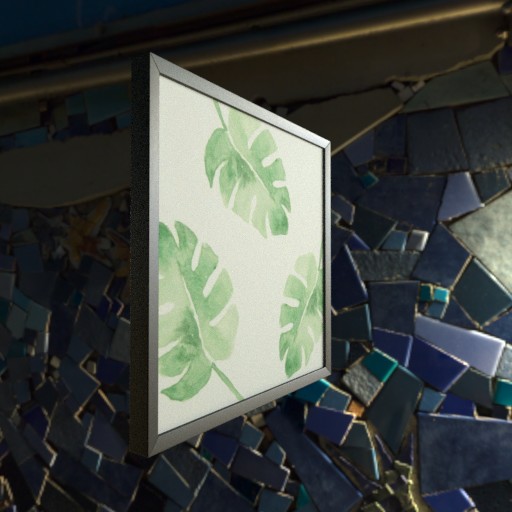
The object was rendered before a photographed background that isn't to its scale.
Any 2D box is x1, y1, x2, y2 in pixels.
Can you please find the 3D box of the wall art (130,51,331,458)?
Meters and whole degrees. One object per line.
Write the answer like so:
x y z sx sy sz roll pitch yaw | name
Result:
0.000 0.000 0.768 0.036 0.508 0.508 -1 -1 36 | wall art
